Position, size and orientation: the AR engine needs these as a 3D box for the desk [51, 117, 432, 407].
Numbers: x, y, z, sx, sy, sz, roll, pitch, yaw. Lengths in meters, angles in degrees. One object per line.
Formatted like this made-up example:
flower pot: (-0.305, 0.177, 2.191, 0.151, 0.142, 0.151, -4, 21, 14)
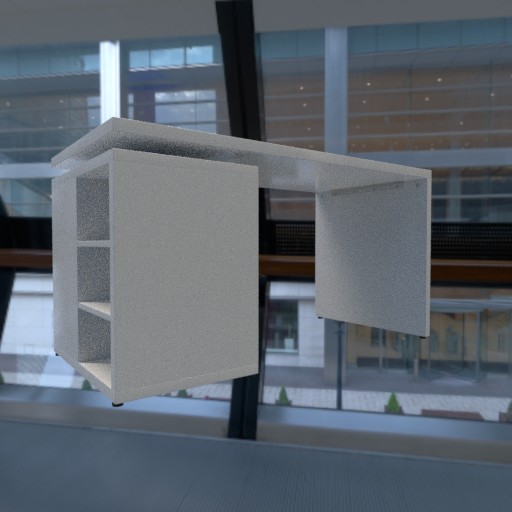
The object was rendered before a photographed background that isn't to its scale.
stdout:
desk: (0.000, 0.000, 1.812, 1.400, 0.740, 0.690, -1, 2, -36)
